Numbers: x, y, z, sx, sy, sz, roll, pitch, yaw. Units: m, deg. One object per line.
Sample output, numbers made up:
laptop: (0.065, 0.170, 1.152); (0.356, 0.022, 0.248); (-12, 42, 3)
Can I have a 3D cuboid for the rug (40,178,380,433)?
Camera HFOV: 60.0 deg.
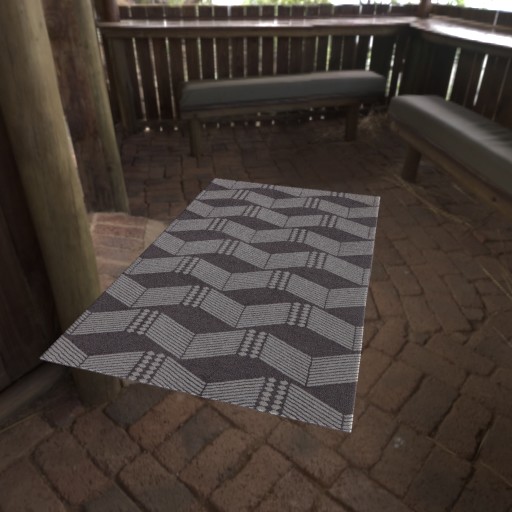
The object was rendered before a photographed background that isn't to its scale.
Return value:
rug: (0.000, 0.000, 2.994); (1.517, 0.011, 2.435); (9, 33, 14)
